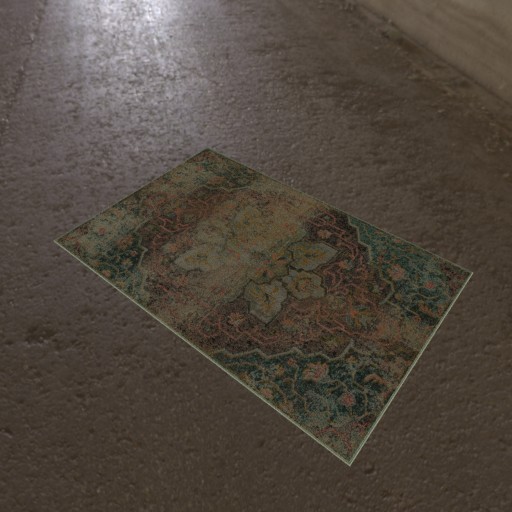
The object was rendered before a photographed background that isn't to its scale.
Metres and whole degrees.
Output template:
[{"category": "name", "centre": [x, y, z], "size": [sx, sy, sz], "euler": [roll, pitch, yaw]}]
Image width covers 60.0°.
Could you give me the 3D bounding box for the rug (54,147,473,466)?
[{"category": "rug", "centre": [0.000, 0.000, 2.932], "size": [2.363, 0.004, 1.566], "euler": [31, 53, 27]}]
